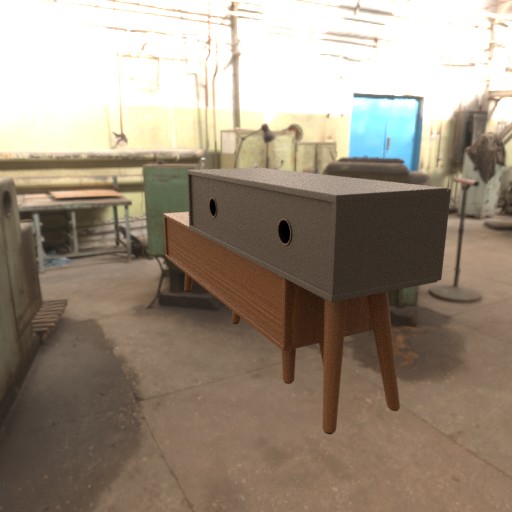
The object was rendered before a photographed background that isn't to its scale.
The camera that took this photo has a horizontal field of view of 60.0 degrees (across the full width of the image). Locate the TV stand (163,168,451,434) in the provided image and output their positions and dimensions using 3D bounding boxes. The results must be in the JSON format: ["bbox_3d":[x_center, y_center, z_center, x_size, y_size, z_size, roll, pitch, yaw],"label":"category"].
[{"bbox_3d":[0.000,0.000,1.593,0.329,0.591,1.336,-7,16,-26],"label":"TV stand"}]
